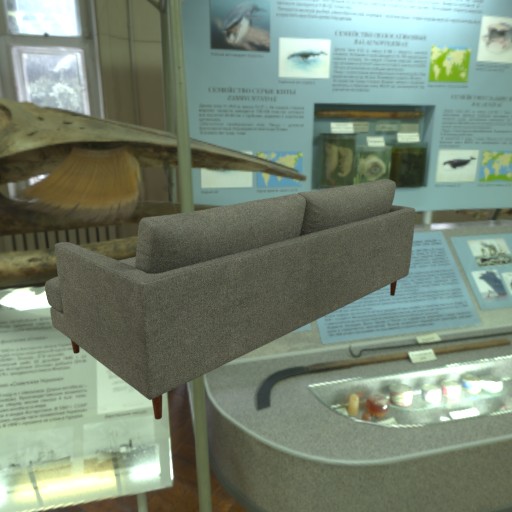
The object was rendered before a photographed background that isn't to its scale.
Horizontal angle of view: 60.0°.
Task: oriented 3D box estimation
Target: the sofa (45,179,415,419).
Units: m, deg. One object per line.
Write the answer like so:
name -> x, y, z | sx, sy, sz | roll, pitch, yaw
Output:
sofa -> 0.000, 0.000, 2.808 | 1.020, 0.868, 2.250 | 16, 23, 43
